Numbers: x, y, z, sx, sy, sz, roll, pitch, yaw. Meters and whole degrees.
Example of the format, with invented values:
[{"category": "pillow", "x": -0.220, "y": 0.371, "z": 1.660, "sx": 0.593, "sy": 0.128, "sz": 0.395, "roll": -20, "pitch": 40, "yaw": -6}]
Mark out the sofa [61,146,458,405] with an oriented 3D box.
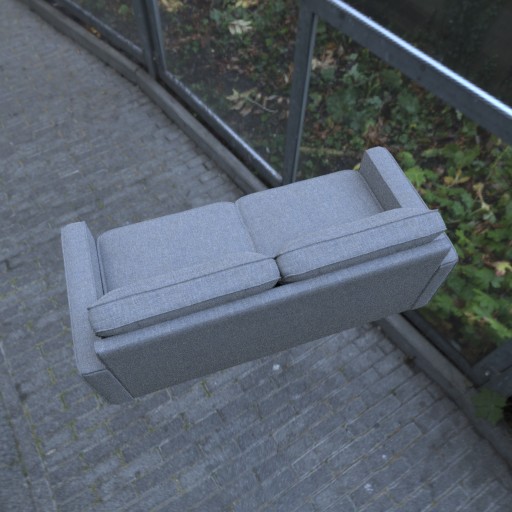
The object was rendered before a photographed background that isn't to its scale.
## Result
[{"category": "sofa", "x": 0.000, "y": 0.000, "z": 2.591, "sx": 2.078, "sy": 0.918, "sz": 0.945, "roll": -16, "pitch": 59, "yaw": -10}]
